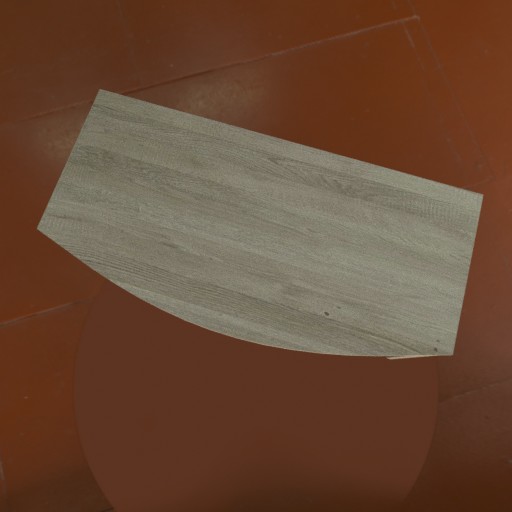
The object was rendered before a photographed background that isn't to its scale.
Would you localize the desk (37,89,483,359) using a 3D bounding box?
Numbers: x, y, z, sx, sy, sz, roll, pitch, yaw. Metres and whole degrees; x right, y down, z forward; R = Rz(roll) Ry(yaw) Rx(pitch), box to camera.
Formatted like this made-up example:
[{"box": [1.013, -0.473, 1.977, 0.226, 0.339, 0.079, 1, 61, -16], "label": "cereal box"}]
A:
[{"box": [0.000, 0.000, 2.046, 1.600, 0.752, 0.802, 17, 76, 4], "label": "desk"}]
